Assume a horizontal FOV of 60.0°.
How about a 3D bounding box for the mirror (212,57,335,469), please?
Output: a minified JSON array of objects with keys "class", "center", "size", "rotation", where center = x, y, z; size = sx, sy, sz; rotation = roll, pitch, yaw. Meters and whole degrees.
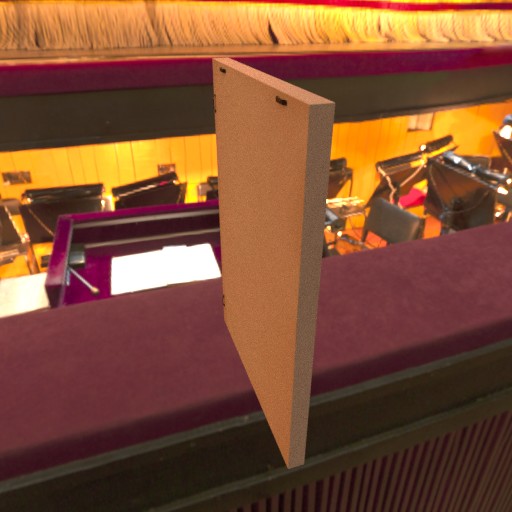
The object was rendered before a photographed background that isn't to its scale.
[{"class":"mirror","center":[0.000,0.000,0.928],"size":[0.040,0.710,0.507],"rotation":[-9,31,-16]}]
